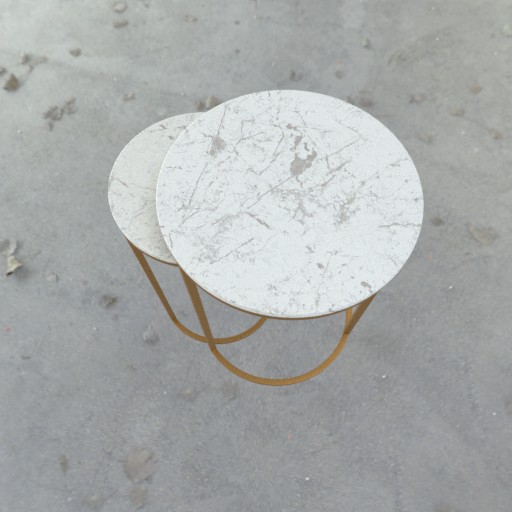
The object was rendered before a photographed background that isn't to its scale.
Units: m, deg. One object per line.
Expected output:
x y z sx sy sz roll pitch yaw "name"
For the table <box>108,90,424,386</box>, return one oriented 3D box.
0.000 0.000 0.924 0.507 0.550 0.400 18 66 9 "table"
